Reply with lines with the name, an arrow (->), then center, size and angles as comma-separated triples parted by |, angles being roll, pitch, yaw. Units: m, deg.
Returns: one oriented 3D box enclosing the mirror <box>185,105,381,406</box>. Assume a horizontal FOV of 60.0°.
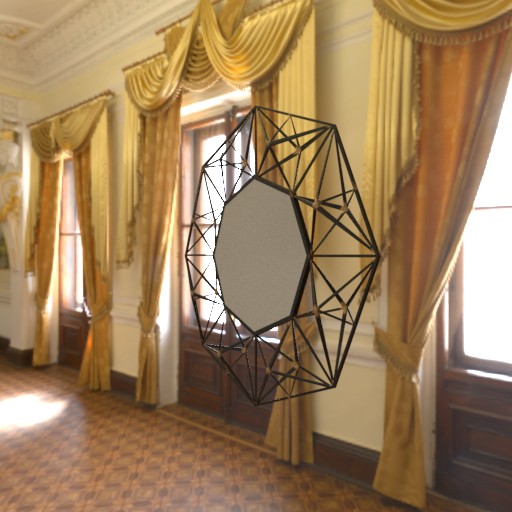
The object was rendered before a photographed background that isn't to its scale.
mirror -> 0.000, 0.000, 1.045 | 0.094, 0.710, 0.710 | 0, 0, -37
